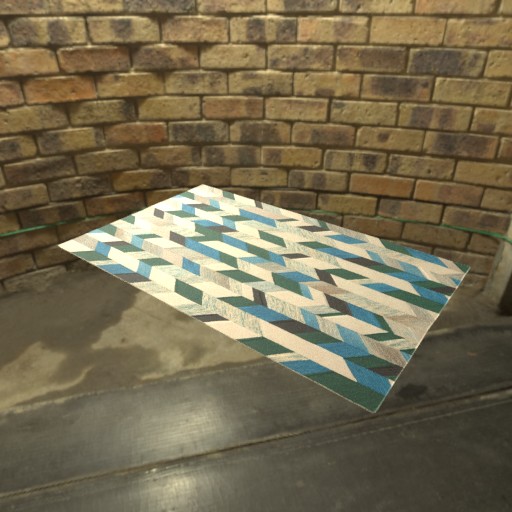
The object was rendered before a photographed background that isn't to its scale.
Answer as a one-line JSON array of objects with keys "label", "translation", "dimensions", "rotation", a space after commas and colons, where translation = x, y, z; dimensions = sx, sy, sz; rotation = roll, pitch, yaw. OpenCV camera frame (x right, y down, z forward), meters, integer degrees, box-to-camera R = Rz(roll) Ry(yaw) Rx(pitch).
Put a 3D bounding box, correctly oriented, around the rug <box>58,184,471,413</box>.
[{"label": "rug", "translation": [0.000, 0.000, 3.043], "dimensions": [2.433, 0.007, 1.507], "rotation": [21, 37, 32]}]
